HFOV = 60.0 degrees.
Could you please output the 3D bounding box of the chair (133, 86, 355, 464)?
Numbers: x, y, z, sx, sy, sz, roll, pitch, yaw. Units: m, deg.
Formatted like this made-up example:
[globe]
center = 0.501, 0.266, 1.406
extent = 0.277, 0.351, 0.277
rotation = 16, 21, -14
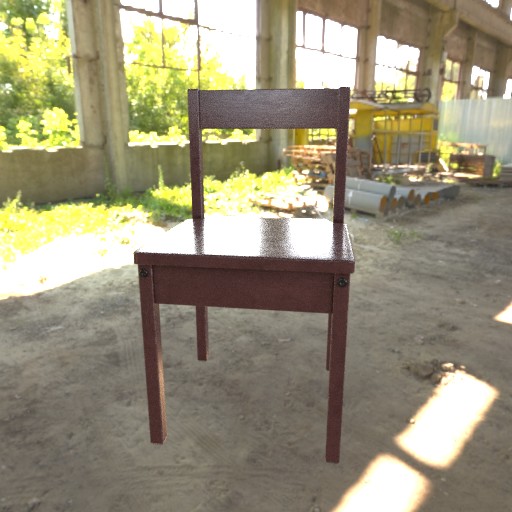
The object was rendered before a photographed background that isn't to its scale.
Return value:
[chair]
center = 0.000, 0.000, 0.894
extent = 0.367, 0.668, 0.361
rotation = 2, 15, 8
